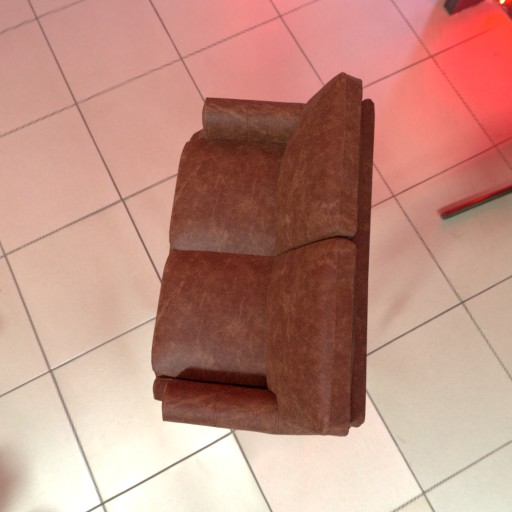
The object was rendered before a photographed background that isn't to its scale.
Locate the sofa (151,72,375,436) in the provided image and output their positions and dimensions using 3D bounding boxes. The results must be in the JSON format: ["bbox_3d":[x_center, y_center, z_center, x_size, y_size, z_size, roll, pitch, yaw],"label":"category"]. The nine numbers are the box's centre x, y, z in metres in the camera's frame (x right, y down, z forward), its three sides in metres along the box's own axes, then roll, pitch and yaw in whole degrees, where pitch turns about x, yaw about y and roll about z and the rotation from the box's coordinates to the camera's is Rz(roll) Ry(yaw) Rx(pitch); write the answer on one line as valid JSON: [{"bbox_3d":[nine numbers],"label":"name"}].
[{"bbox_3d":[0.000,0.000,2.204,0.990,0.967,1.616,5,76,1],"label":"sofa"}]
